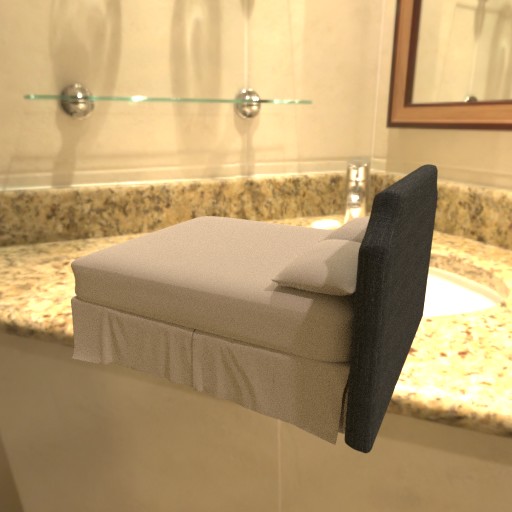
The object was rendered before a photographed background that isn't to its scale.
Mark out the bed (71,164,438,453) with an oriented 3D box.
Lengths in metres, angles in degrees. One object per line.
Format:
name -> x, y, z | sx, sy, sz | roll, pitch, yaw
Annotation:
bed -> 0.000, 0.000, 3.238 | 2.208, 1.297, 1.828 | 9, 20, 26
